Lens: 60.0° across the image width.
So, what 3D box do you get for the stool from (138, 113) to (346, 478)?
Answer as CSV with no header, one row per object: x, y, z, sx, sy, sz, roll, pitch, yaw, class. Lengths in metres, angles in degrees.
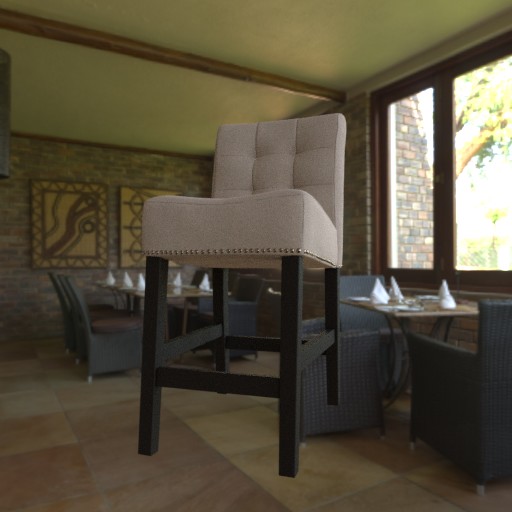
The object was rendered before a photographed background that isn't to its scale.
0.000,0.000,1.198,0.427,0.885,0.571,0,-1,18,stool
